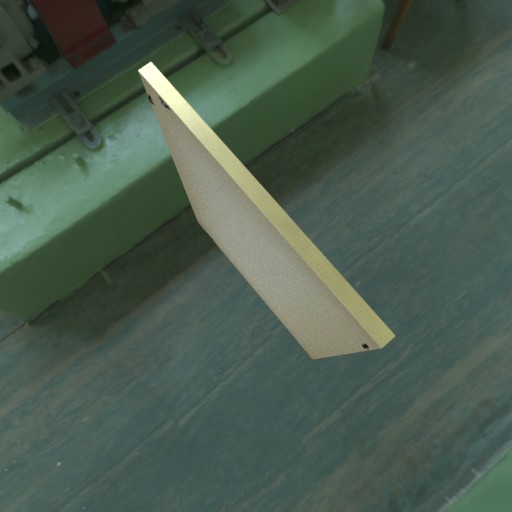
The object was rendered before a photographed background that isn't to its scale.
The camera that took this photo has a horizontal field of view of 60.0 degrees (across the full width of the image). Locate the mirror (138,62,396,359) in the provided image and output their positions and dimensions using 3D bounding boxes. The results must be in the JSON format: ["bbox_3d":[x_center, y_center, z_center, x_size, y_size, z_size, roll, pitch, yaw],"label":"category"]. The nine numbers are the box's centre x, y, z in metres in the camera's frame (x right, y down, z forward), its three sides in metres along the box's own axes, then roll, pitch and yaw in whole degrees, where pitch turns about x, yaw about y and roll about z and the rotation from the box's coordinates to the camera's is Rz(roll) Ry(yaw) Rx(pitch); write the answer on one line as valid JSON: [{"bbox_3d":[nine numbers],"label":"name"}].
[{"bbox_3d":[0.000,0.000,1.378,0.040,1.016,0.762,-39,79,-9],"label":"mirror"}]
